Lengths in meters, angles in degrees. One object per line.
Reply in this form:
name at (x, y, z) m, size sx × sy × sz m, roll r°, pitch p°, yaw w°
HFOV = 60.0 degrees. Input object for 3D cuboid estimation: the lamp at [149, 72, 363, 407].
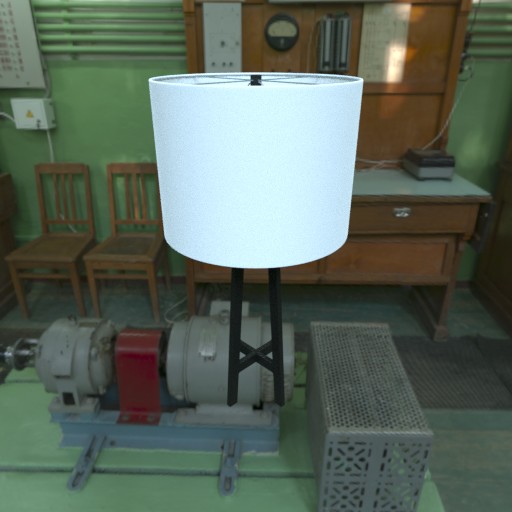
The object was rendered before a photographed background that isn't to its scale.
lamp at (0.000, 0.000, 0.646) m, size 0.257 × 0.489 × 0.257 m, roll 0°, pitch 25°, yaw 0°
